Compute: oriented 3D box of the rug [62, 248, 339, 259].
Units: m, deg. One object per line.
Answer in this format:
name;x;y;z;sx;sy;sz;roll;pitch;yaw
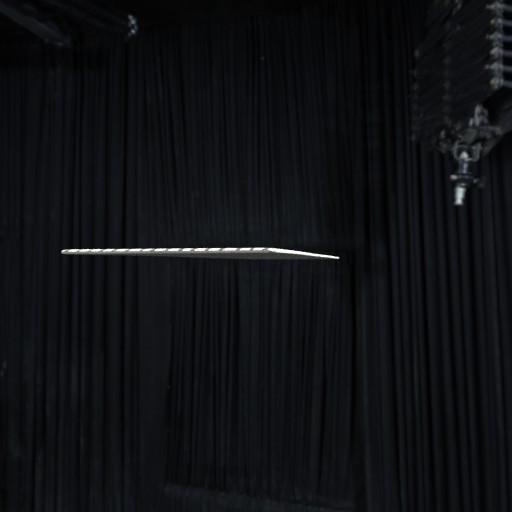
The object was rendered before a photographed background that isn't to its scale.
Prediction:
rug;0.000;0.000;2.641;0.773;0.020;2.439;0;-1;15
